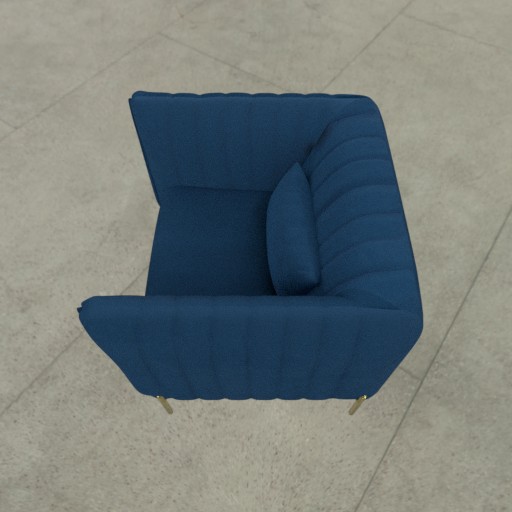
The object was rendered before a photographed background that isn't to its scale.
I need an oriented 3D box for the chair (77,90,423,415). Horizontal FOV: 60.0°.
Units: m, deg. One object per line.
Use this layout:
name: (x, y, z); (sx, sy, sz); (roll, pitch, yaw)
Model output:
chair: (0.000, 0.000, 1.595); (0.877, 0.793, 0.947); (0, 57, 0)
